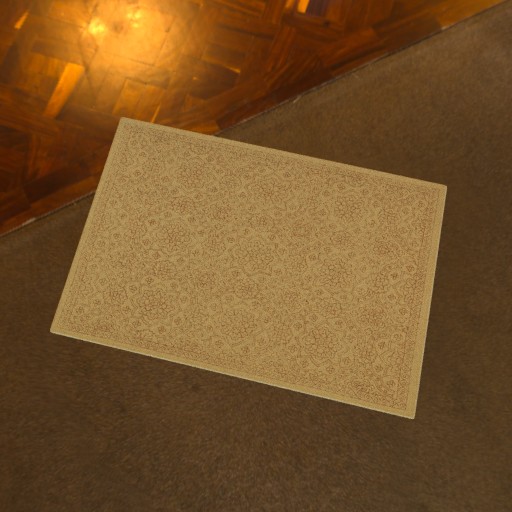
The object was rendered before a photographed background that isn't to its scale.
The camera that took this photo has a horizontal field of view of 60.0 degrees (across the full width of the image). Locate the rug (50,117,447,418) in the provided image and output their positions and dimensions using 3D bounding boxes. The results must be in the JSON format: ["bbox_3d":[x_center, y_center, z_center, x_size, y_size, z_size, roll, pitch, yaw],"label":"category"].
[{"bbox_3d":[0.000,0.000,2.296,1.829,0.010,1.219,13,77,3],"label":"rug"}]
